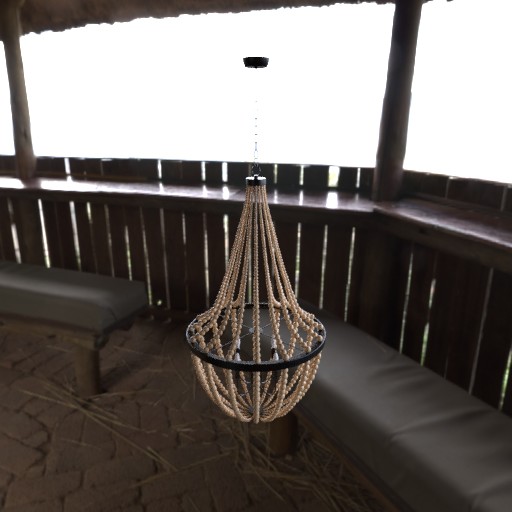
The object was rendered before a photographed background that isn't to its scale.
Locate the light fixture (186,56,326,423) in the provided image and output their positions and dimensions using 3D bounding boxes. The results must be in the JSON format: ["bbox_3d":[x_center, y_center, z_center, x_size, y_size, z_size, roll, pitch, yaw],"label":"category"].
[{"bbox_3d":[0.000,0.000,1.377,0.450,1.133,0.450,0,16,0],"label":"light fixture"}]
